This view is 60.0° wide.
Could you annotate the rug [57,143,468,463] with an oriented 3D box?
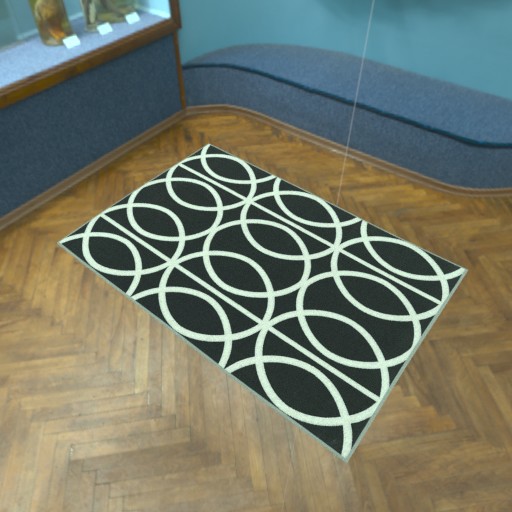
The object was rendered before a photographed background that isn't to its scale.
[{"bbox_3d":[0.000,0.000,2.941,2.290,0.014,1.526,31,55,25],"label":"rug"}]
